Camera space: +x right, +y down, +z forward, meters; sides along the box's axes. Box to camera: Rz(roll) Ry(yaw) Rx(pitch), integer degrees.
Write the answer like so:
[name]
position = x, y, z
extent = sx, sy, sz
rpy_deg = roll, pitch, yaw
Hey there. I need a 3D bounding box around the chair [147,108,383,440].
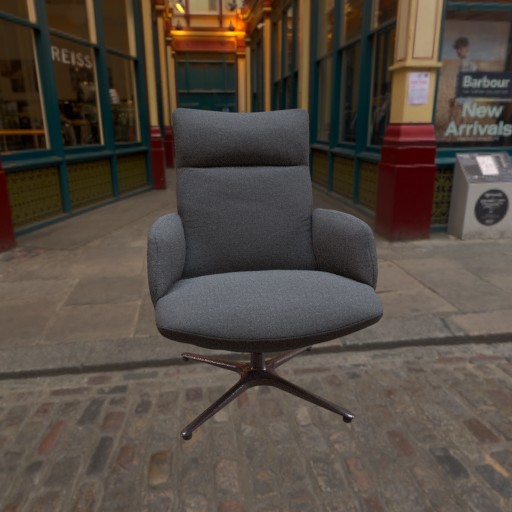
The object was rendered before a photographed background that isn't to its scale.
[chair]
position = 0.000, 0.000, 1.533
extent = 0.702, 0.984, 0.831
rpy_deg = -3, 17, -9
